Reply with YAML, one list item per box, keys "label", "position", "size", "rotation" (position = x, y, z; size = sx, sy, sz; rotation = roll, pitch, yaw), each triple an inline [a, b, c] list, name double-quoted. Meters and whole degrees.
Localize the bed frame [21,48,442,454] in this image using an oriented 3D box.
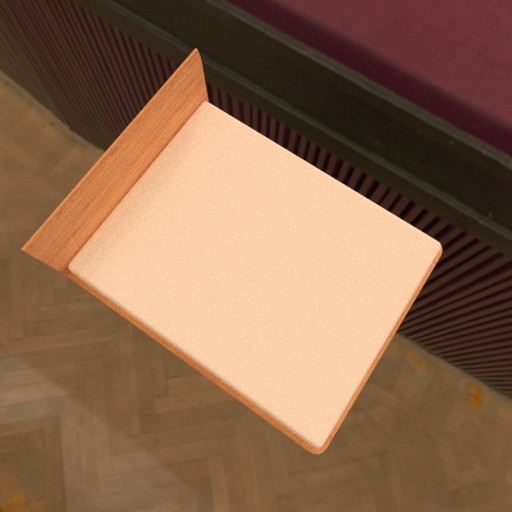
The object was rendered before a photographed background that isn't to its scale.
- label: "bed frame"
  position: [0.000, 0.000, 2.986]
  size: [2.092, 0.940, 1.660]
  rotation: [33, 77, 9]
